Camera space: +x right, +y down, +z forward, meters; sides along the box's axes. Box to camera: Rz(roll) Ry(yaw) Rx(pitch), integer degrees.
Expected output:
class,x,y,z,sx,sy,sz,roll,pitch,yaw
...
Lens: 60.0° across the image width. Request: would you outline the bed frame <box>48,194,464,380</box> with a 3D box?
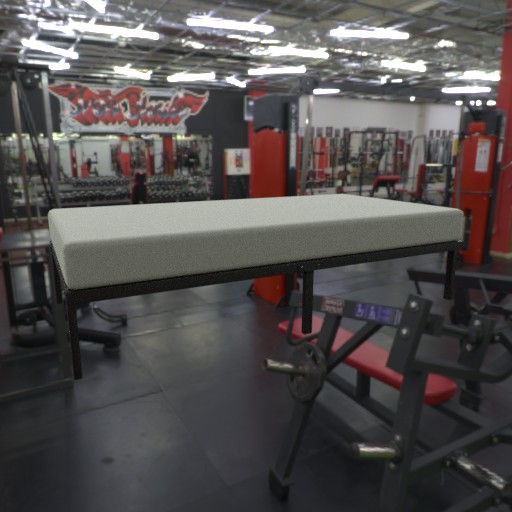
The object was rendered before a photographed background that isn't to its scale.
class,x,y,z,sx,sy,sz,roll,pitch,yaw
bed frame,0.000,0.000,3.196,2.635,0.680,1.393,-7,15,-26
